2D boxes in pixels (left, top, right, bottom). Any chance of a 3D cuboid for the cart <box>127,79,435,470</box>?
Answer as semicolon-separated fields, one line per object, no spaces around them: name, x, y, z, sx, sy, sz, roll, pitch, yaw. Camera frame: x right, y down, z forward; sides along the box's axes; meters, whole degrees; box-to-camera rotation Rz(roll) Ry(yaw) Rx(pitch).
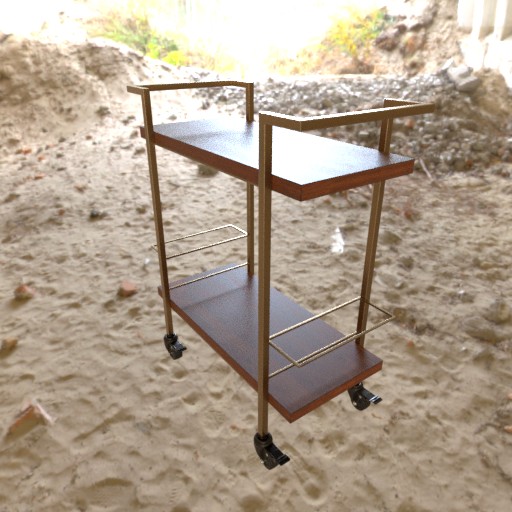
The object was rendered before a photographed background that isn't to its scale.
cart;0.000;0.000;1.163;0.364;0.807;0.695;-18;31;-32
